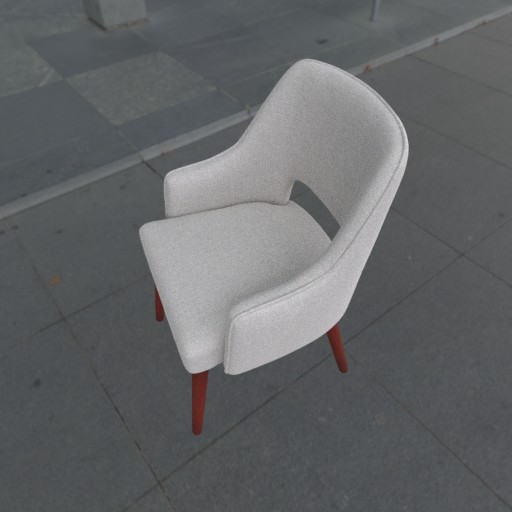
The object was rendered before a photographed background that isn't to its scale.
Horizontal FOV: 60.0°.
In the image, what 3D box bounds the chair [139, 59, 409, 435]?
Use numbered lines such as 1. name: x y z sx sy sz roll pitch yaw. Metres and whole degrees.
1. chair: 0.000 0.000 1.189 0.580 0.840 0.560 -17 50 -15
